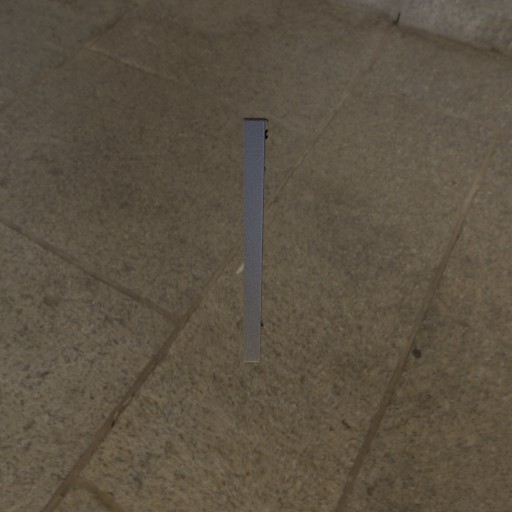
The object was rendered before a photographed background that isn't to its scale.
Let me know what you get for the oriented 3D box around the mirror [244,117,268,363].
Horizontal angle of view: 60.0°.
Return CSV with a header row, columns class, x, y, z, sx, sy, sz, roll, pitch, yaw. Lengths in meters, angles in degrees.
class,x,y,z,sx,sy,sz,roll,pitch,yaw
mirror,0.000,0.000,0.854,0.032,0.679,0.419,1,59,1
